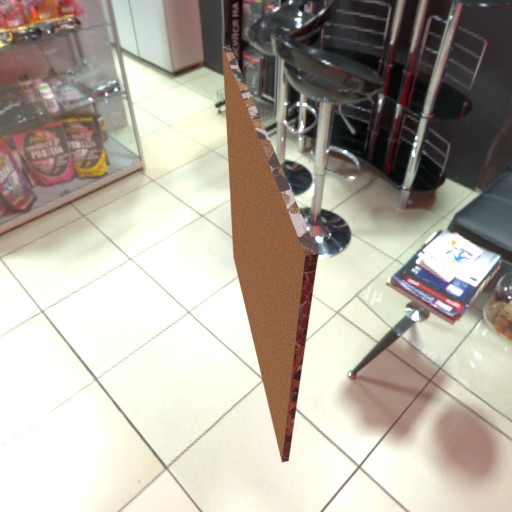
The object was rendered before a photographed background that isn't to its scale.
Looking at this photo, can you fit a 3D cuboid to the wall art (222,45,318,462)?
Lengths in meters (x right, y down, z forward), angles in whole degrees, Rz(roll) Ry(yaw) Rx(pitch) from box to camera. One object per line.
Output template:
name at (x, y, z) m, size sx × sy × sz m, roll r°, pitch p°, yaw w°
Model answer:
wall art at (0.000, 0.000, 0.603) m, size 0.010 × 0.406 × 0.404 m, roll -8°, pitch 46°, yaw -8°
